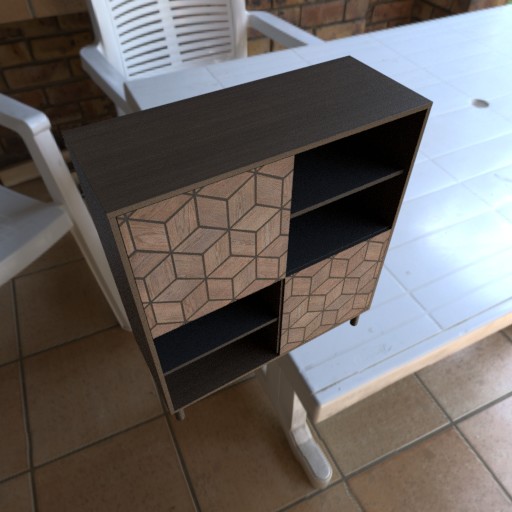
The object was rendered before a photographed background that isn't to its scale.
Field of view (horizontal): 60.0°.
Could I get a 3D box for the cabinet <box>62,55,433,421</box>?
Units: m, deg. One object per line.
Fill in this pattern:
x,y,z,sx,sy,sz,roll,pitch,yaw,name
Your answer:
0.000,0.000,1.703,1.010,1.170,0.400,-23,51,-21,cabinet
